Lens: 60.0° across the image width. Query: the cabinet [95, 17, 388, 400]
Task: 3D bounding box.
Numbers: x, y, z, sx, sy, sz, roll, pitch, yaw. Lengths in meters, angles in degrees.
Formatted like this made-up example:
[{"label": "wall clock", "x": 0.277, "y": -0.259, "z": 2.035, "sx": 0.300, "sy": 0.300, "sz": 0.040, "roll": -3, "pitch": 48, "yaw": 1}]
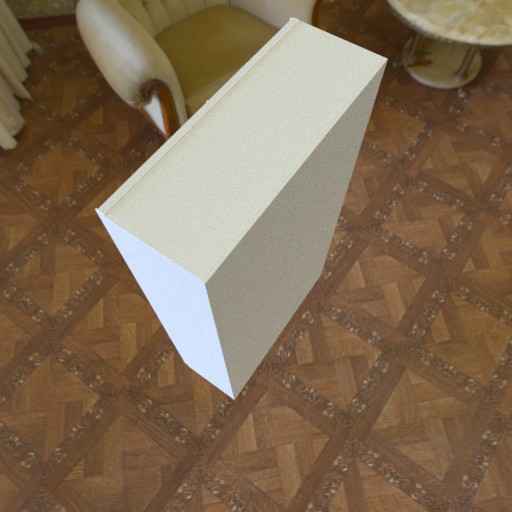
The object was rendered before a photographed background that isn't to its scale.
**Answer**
[{"label": "cabinet", "x": 0.000, "y": 0.000, "z": 2.639, "sx": 0.480, "sy": 2.160, "sz": 1.250, "roll": 32, "pitch": 67, "yaw": 15}]
